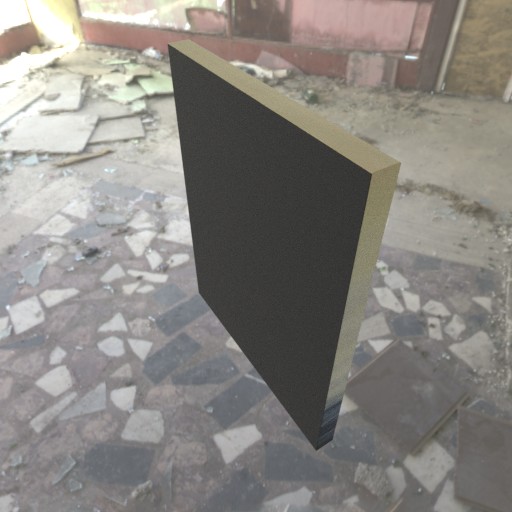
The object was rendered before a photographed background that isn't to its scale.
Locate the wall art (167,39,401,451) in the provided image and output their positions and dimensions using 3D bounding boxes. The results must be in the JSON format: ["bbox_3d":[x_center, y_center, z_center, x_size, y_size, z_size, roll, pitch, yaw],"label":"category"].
[{"bbox_3d":[0.000,0.000,0.801,0.040,0.608,0.489,-23,47,-24],"label":"wall art"}]
